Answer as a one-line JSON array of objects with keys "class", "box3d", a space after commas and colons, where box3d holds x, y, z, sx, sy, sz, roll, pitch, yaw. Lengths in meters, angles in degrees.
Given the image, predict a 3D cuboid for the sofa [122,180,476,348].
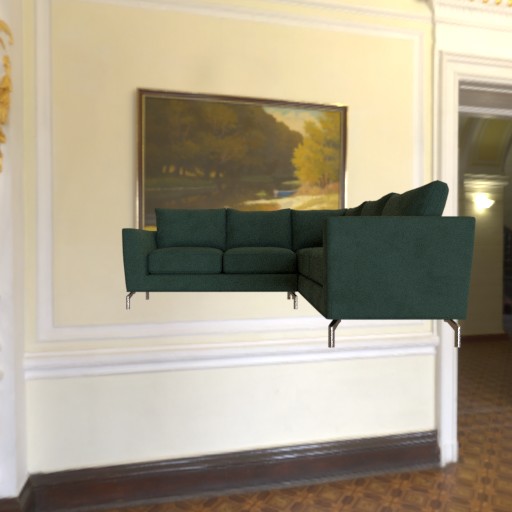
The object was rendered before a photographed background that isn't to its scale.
[{"class": "sofa", "box3d": [0.000, 0.000, 3.702, 2.468, 1.004, 2.452, 0, 1, 0]}]
